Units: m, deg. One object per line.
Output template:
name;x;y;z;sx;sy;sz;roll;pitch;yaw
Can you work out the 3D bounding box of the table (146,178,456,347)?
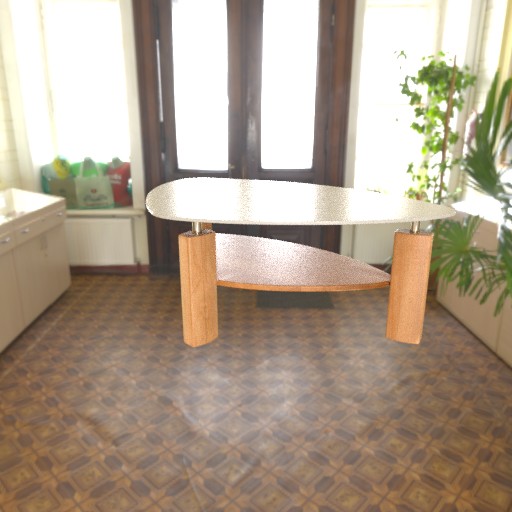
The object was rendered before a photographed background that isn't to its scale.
table;0.000;0.000;1.642;1.250;0.440;0.850;15;22;41
